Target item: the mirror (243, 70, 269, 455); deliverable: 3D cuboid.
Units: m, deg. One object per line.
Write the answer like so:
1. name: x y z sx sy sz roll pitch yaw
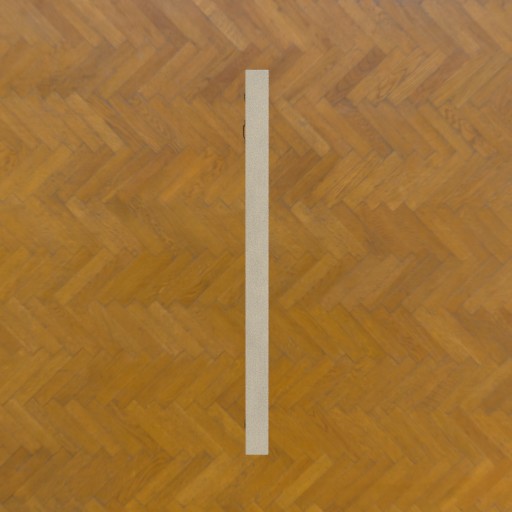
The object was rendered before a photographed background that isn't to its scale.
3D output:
1. mirror: 0.000 0.000 1.157 0.041 0.915 0.609 0 92 0
